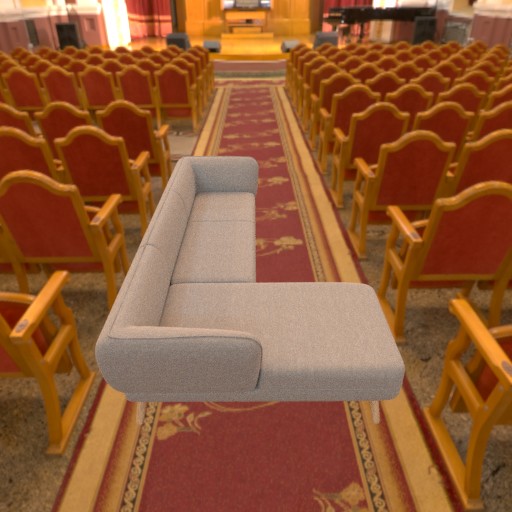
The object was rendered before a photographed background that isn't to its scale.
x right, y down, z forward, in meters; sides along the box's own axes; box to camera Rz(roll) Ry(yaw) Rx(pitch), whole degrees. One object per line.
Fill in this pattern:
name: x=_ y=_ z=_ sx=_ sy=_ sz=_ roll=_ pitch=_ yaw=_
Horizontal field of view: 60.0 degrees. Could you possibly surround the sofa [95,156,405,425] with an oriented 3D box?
sofa: x=0.000 y=0.000 z=3.306 sx=1.532 sy=0.693 sz=2.653 roll=0 pitch=31 yaw=0
